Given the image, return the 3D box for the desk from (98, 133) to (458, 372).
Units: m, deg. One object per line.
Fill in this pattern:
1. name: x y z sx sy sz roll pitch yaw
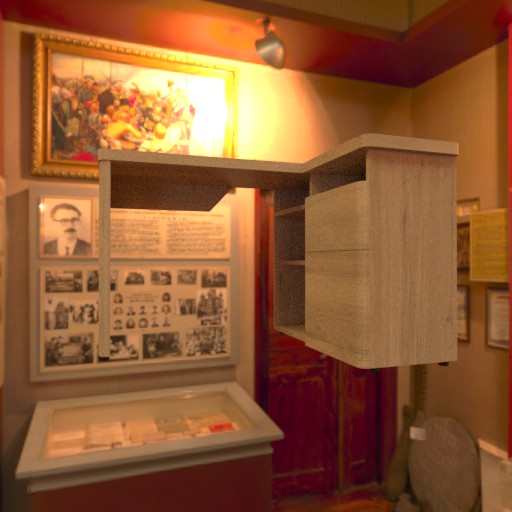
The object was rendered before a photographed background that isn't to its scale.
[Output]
1. desk: 0.000 0.000 1.735 1.169 0.760 0.900 0 -1 -19
